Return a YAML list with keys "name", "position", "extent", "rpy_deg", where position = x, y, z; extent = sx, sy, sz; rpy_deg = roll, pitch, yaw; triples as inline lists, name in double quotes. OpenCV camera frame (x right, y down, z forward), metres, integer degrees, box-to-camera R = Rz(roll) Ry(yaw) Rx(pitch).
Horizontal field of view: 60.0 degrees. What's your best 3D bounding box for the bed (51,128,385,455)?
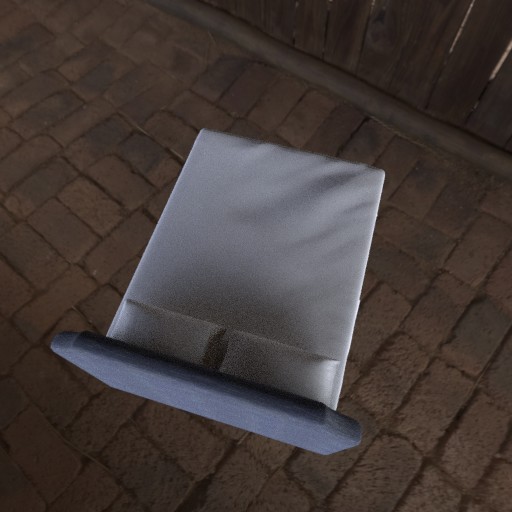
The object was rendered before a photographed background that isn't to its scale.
- name: "bed"
  position: [0.000, 0.000, 3.092]
  extent: [1.693, 1.290, 2.116]
  rpy_deg: [15, 65, 7]
